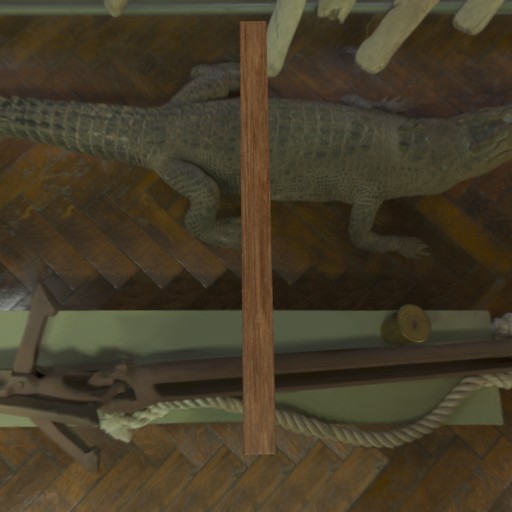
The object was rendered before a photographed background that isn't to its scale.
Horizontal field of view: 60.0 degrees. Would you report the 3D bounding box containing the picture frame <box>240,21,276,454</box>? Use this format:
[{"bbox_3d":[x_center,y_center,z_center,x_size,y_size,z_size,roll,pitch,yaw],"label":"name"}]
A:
[{"bbox_3d":[0.000,0.000,0.538,0.025,0.330,0.381,-1,77,0],"label":"picture frame"}]
